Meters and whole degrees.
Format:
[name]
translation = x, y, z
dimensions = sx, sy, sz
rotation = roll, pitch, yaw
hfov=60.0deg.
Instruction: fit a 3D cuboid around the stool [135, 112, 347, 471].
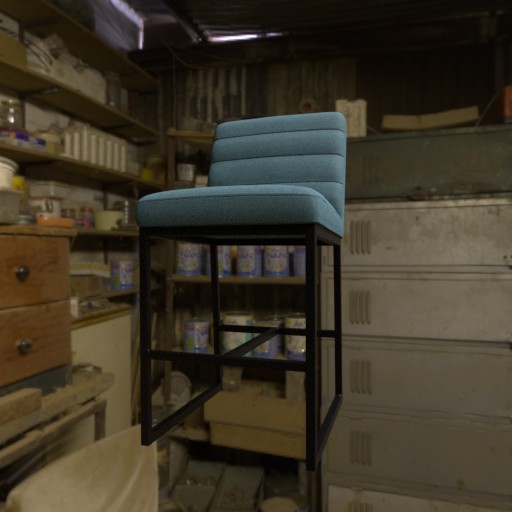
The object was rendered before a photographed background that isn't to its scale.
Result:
[stool]
translation = 0.000, 0.000, 1.275
dimensions = 0.460, 0.940, 0.560
rotation = 0, 0, 18
